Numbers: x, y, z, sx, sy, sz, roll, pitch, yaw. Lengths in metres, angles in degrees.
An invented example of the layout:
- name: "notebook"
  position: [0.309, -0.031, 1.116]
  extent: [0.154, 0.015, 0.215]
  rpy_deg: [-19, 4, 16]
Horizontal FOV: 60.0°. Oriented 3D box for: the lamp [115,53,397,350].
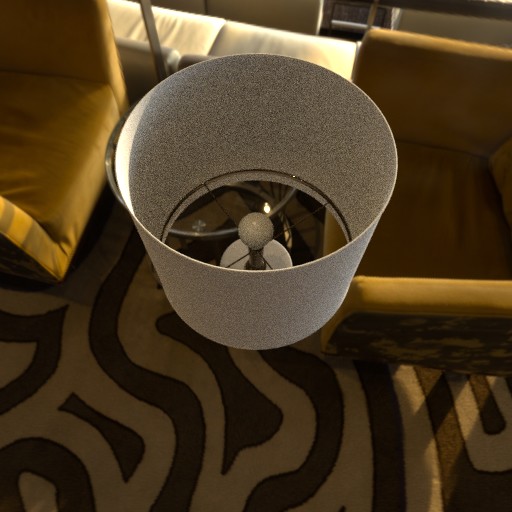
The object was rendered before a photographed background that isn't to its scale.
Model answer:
- name: "lamp"
  position: [0.000, 0.000, 0.530]
  extent: [0.229, 0.380, 0.229]
  rpy_deg: [0, 62, 0]
